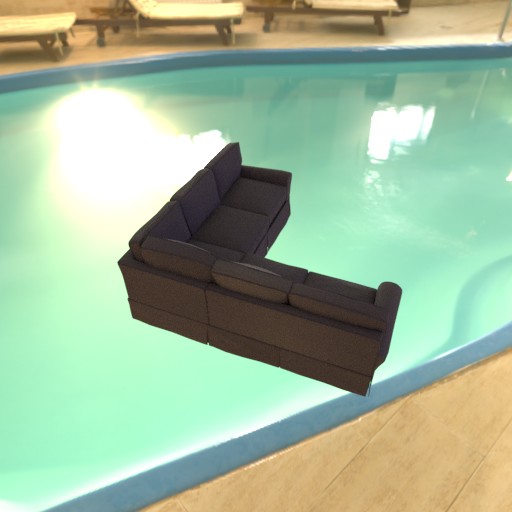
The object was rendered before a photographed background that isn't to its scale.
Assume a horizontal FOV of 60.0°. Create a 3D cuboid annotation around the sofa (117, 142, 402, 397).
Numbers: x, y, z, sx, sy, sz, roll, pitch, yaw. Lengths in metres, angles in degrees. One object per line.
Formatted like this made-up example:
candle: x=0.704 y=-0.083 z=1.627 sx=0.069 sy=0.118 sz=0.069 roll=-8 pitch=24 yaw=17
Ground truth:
sofa: x=0.000 y=0.000 z=5.158 sx=2.874 sy=1.169 sz=3.773 roll=-26 pitch=47 yaw=-27
